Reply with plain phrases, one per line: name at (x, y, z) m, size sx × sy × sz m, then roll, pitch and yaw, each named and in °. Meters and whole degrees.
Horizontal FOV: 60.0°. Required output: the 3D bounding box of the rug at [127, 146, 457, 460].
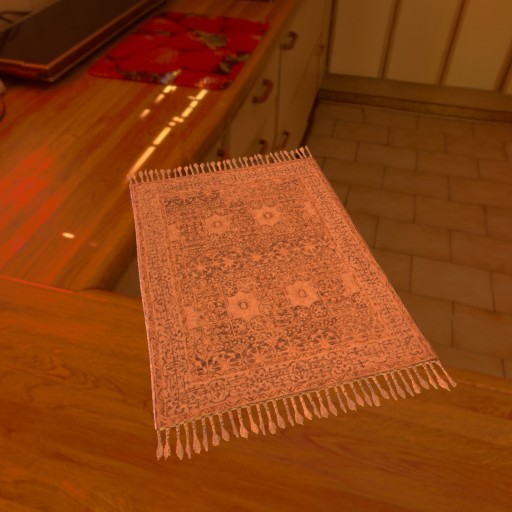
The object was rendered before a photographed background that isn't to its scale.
rug at (0.000, 0.000, 3.067) m, size 1.619 × 0.023 × 2.465 m, roll -11°, pitch 47°, yaw -10°
